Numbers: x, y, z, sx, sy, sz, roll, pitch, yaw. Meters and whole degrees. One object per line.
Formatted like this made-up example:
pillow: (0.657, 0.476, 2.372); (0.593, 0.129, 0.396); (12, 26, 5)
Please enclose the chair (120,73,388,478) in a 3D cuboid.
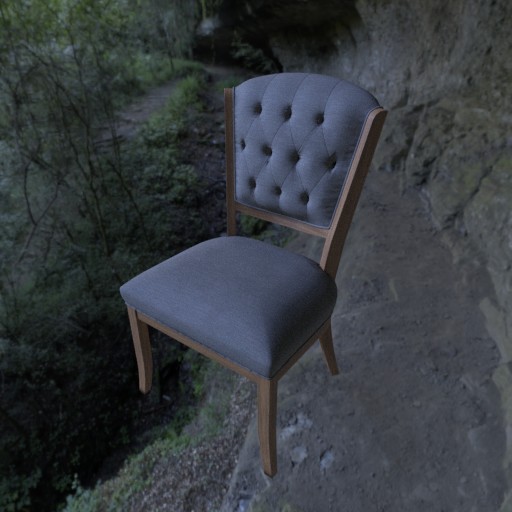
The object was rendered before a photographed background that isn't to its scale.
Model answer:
chair: (0.000, 0.000, 1.254); (0.513, 0.905, 0.584); (20, 36, 31)
